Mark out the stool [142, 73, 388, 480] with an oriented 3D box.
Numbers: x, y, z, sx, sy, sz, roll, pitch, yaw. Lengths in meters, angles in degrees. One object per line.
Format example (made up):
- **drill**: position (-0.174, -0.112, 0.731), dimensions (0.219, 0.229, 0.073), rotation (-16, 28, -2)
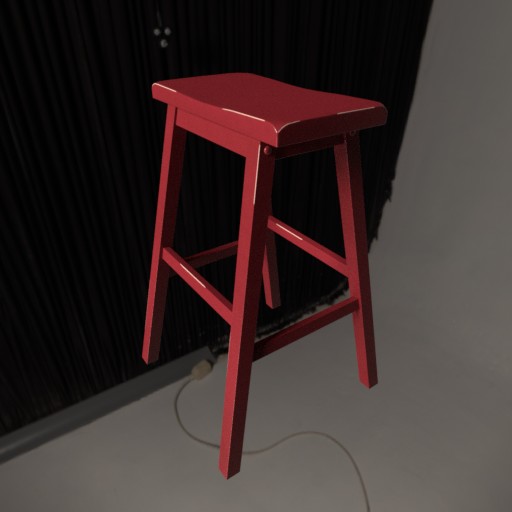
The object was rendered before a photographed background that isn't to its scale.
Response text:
- **stool**: position (0.000, 0.000, 1.040), dimensions (0.476, 0.737, 0.457), rotation (-20, 36, -30)
